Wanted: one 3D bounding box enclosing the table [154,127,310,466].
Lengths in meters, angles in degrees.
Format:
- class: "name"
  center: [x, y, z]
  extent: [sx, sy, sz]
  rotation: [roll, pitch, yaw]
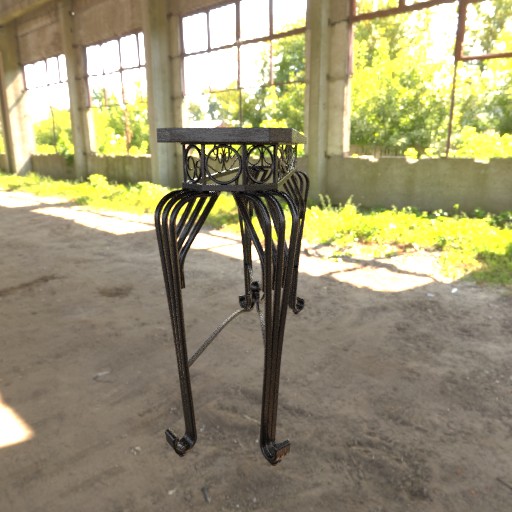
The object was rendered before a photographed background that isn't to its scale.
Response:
- class: "table"
  center: [0.000, 0.000, 1.509]
  extent: [0.329, 0.800, 1.112]
  rotation: [2, 14, 8]
